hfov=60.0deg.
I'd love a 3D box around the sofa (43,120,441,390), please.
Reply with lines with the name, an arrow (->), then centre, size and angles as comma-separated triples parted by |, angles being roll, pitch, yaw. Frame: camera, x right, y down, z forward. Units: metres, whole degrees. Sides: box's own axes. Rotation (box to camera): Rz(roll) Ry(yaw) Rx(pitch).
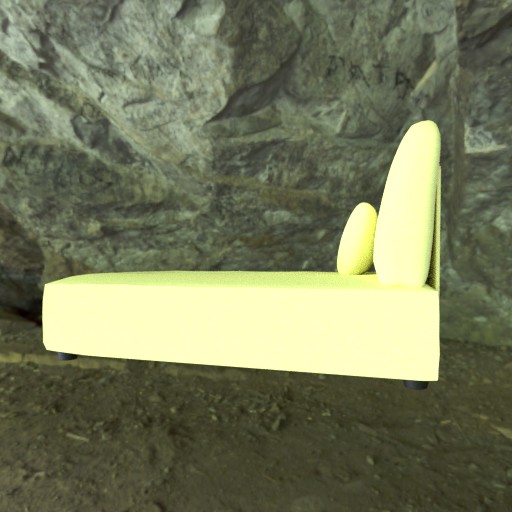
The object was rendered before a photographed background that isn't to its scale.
sofa -> 0.000, 0.000, 1.954 | 1.450, 0.820, 0.930 | 0, -1, 18
